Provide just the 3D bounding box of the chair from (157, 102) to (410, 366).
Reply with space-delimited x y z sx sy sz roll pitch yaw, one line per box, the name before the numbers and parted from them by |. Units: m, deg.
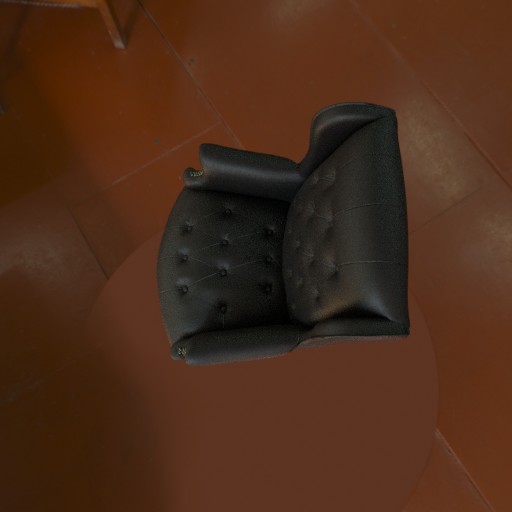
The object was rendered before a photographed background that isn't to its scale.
chair | 0.000 0.000 1.691 0.822 1.133 0.831 2 75 0
